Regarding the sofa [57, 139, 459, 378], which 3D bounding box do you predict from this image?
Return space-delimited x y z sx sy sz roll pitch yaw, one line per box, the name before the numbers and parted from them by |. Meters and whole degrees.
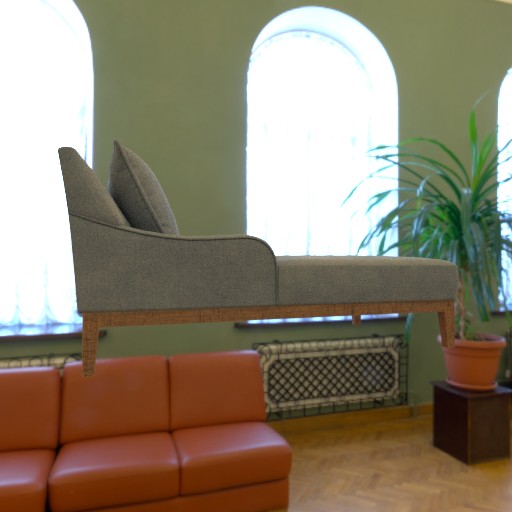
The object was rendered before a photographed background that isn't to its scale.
sofa | 0.000 0.000 2.250 1.779 0.883 0.904 0 -1 -19
